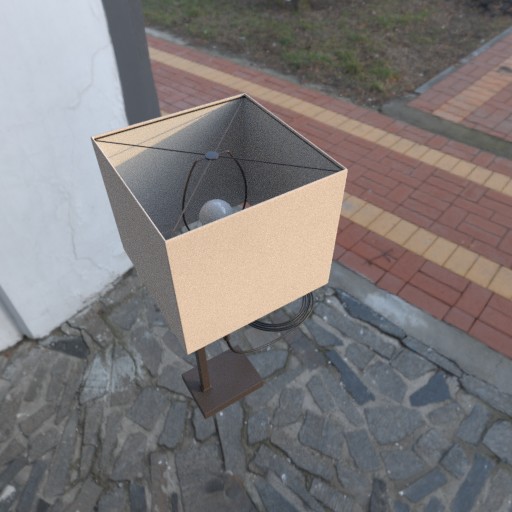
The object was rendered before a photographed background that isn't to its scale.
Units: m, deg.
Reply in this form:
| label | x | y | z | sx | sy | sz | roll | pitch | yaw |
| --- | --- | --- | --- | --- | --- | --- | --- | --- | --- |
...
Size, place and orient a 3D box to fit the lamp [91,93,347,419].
| label | x | y | z | sx | sy | sz | roll | pitch | yaw |
| --- | --- | --- | --- | --- | --- | --- | --- | --- | --- |
| lamp | 0.000 | 0.000 | 0.964 | 0.504 | 0.660 | 0.399 | -24 | 50 | -22 |
